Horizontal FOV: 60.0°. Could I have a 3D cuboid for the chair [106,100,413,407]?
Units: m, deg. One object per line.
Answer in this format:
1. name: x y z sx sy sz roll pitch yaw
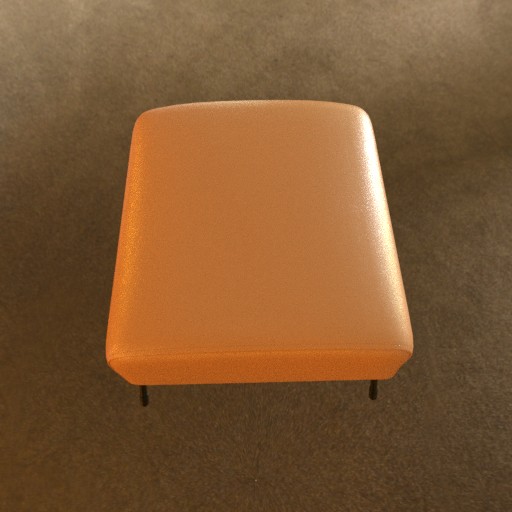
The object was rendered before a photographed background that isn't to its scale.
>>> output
1. chair: 0.000 0.000 0.925 0.530 0.410 0.530 -1 63 -1
